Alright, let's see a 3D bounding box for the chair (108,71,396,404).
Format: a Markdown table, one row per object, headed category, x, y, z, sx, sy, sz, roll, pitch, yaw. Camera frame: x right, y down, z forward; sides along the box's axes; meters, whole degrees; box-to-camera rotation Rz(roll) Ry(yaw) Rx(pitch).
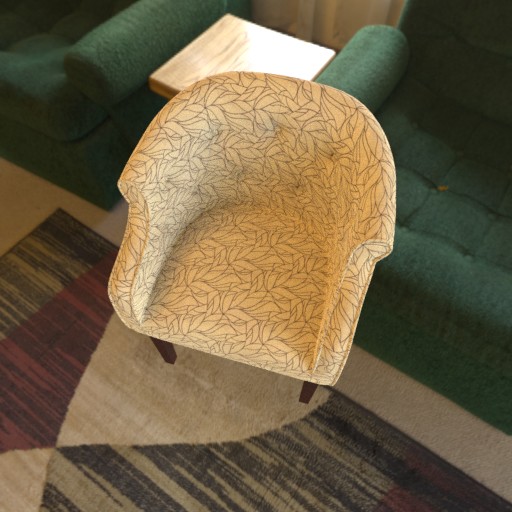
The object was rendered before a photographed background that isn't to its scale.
| category | x | y | z | sx | sy | sz | roll | pitch | yaw |
| --- | --- | --- | --- | --- | --- | --- | --- | --- | --- |
| chair | 0.000 | 0.000 | 1.325 | 0.686 | 0.858 | 0.613 | 14 | 58 | 9 |
